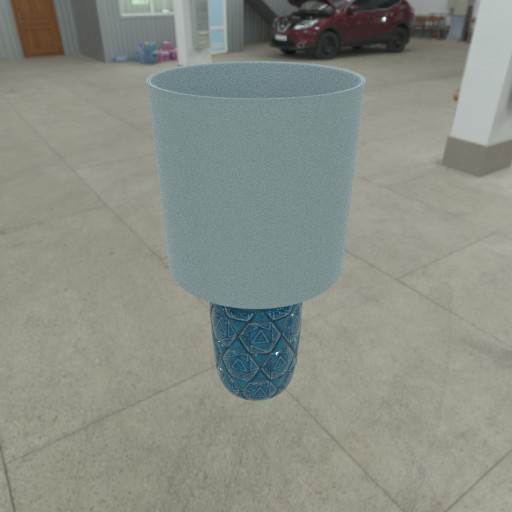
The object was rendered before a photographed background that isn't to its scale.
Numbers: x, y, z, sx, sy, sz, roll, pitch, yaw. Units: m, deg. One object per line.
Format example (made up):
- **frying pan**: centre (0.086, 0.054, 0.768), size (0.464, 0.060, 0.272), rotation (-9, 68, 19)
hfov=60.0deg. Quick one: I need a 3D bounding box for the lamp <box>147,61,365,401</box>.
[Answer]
- **lamp**: centre (0.000, 0.000, 0.496), size (0.193, 0.377, 0.193), rotation (11, 33, 17)
